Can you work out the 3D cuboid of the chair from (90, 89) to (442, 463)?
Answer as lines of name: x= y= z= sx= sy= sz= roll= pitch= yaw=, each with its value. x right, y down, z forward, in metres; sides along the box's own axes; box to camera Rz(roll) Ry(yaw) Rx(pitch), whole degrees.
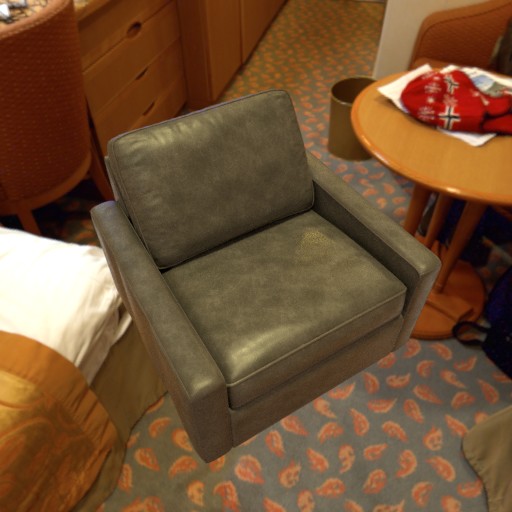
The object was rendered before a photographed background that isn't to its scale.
chair: x=0.000 y=0.000 z=1.729 sx=1.006 sy=0.916 sz=0.939 roll=-24 pitch=51 yaw=-21
